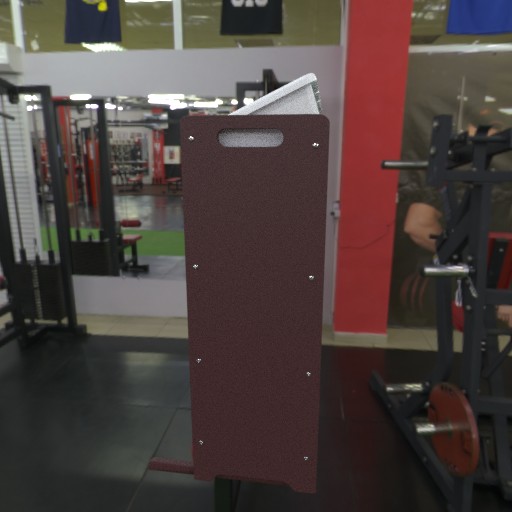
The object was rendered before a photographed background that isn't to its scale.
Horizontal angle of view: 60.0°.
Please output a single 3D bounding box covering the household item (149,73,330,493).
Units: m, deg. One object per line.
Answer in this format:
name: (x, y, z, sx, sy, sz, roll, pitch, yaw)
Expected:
household item: (0.000, 0.000, 1.267, 0.389, 0.864, 0.787, 2, 14, 9)
